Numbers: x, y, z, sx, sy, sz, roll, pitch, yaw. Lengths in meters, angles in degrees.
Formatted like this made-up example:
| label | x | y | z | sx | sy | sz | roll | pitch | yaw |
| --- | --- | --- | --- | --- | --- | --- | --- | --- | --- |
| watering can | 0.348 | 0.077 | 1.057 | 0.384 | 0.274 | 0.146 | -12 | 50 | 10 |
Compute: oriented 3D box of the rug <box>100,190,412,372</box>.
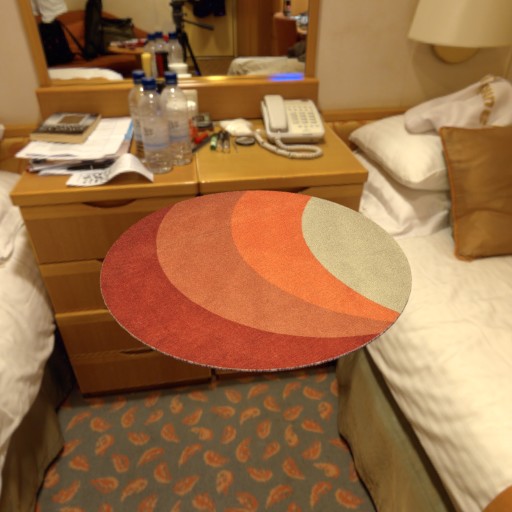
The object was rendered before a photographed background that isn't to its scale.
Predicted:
| label | x | y | z | sx | sy | sz | roll | pitch | yaw |
| --- | --- | --- | --- | --- | --- | --- | --- | --- | --- |
| rug | 0.000 | 0.000 | 2.242 | 1.514 | 0.015 | 1.514 | 0 | 34 | 0 |
